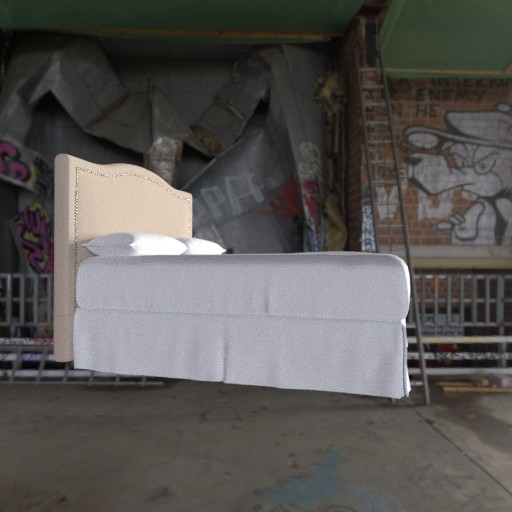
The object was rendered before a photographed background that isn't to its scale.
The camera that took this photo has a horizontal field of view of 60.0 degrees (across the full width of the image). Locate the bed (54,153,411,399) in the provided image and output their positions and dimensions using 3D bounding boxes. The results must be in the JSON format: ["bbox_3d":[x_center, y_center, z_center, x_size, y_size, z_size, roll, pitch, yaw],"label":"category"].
[{"bbox_3d":[0.000,0.000,3.292,2.143,1.460,1.753,0,-1,18],"label":"bed"}]
